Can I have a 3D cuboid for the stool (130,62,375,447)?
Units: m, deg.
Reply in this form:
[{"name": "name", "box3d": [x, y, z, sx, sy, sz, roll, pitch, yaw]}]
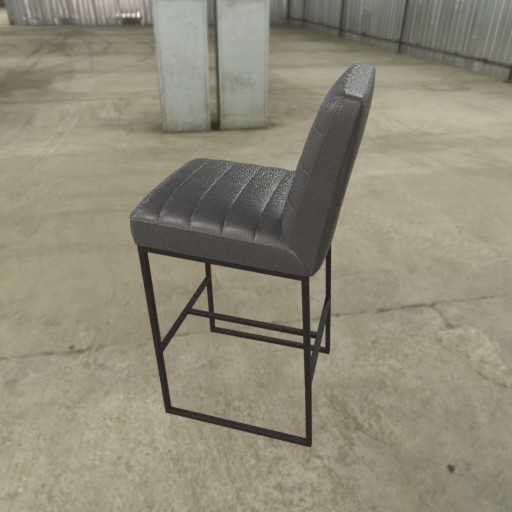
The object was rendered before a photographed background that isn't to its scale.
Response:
[{"name": "stool", "box3d": [0.000, 0.000, 1.323, 0.552, 1.040, 0.457, 8, 32, 13]}]
